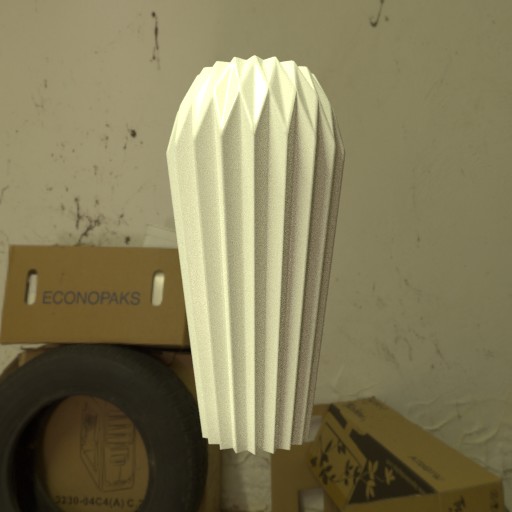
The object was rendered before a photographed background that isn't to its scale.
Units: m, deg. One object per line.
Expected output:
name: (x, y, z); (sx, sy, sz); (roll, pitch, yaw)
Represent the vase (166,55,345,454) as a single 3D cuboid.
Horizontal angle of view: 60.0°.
vase: (0.000, 0.000, 0.334); (0.133, 0.263, 0.133); (0, 0, 0)
